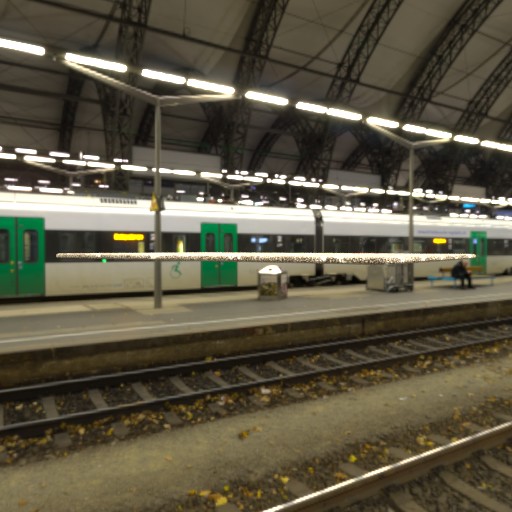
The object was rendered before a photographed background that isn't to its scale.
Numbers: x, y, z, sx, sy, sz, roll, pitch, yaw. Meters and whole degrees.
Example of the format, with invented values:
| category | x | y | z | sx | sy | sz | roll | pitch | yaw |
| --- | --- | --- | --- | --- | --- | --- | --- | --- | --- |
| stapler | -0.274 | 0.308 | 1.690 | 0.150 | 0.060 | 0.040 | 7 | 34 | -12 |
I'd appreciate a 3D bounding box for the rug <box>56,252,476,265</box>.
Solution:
| category | x | y | z | sx | sy | sz | roll | pitch | yaw |
| --- | --- | --- | --- | --- | --- | --- | --- | --- | --- |
| rug | 0.000 | 0.000 | 3.017 | 2.438 | 0.030 | 1.524 | 1 | 1 | 38 |
